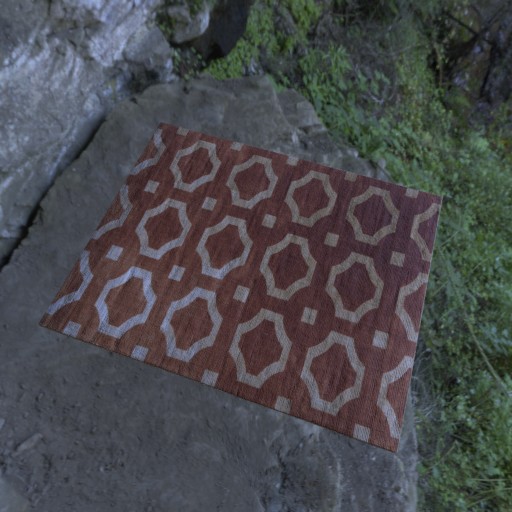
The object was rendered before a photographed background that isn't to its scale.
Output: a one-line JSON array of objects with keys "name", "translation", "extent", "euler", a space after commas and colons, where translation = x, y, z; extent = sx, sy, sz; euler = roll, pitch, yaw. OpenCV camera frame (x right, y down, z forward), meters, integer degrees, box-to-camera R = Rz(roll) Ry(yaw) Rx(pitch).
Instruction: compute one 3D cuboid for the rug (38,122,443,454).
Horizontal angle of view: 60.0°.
[{"name": "rug", "translation": [0.000, 0.000, 4.053], "extent": [3.049, 0.021, 2.466], "euler": [17, 63, 9]}]
